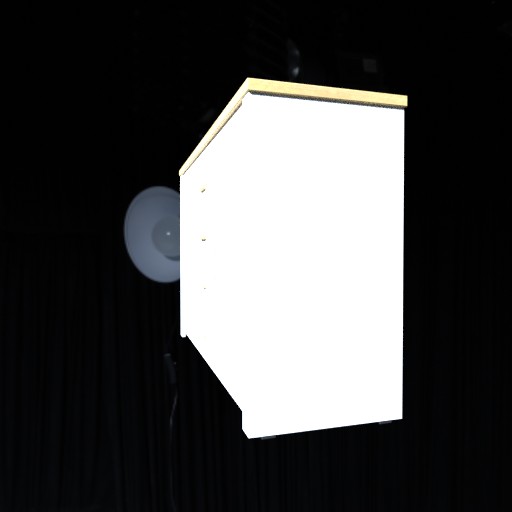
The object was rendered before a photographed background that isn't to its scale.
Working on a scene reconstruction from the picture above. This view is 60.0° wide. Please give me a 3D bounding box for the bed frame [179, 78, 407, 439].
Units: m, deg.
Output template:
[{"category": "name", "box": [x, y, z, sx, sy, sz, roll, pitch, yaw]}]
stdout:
[{"category": "bed frame", "box": [0.000, 0.000, 1.715, 0.430, 0.850, 1.300, 0, 1, -17]}]
